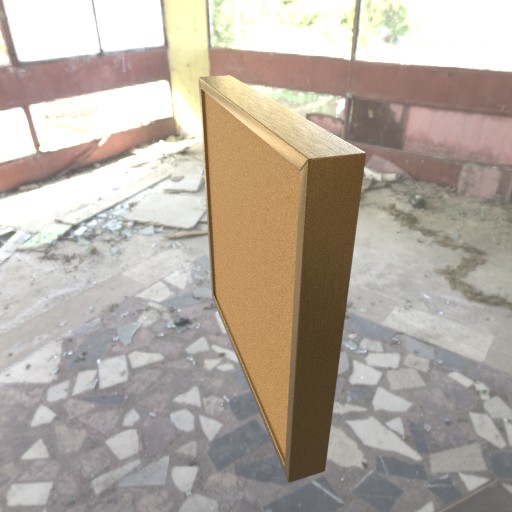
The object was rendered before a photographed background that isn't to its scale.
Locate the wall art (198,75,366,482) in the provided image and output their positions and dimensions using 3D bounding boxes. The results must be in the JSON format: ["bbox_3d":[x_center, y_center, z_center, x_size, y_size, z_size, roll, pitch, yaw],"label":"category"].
[{"bbox_3d":[0.000,0.000,0.457,0.037,0.305,0.305,-9,32,-16],"label":"wall art"}]
